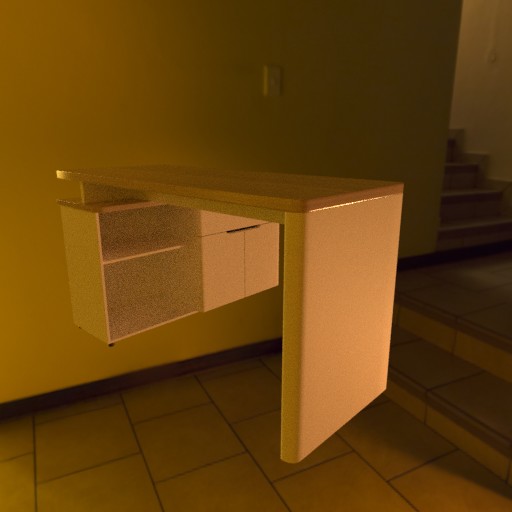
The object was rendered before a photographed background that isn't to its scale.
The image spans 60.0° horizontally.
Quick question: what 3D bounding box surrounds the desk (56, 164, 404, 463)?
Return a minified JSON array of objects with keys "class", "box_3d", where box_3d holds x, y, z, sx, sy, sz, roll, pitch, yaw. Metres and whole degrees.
[{"class":"desk","box_3d":[0.000,0.000,2.044,1.400,0.770,1.175,14,20,41]}]
